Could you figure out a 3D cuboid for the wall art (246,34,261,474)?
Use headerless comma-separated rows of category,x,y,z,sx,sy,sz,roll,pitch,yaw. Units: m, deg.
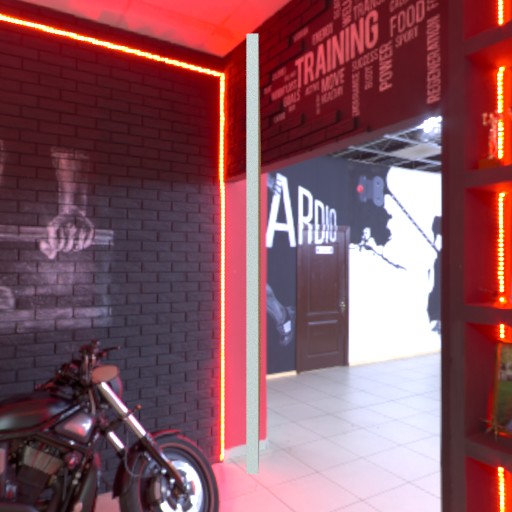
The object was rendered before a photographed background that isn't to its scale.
wall art,0.000,0.000,1.210,0.022,0.803,0.805,0,-1,1
